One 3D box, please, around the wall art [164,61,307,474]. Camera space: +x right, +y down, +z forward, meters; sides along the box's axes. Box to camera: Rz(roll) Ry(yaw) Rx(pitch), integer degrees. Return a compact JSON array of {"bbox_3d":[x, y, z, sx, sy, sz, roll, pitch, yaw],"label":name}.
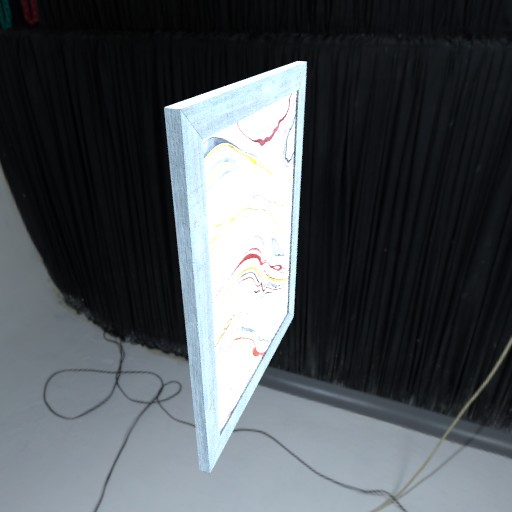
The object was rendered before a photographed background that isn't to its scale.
[{"bbox_3d":[0.000,0.000,0.816,0.020,0.613,0.481,11,31,19],"label":"wall art"}]
